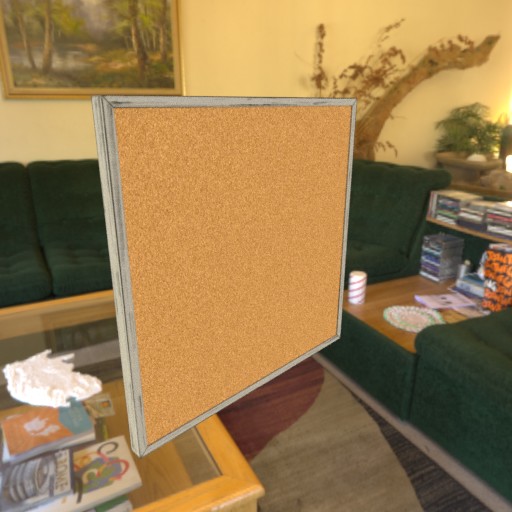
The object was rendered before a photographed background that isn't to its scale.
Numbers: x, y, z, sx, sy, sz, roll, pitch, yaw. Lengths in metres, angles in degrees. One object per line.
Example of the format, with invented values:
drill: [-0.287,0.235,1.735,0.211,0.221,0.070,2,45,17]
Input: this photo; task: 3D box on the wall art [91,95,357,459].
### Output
wall art: [0.000,0.000,1.126,0.761,0.761,0.037,-18,26,-42]
